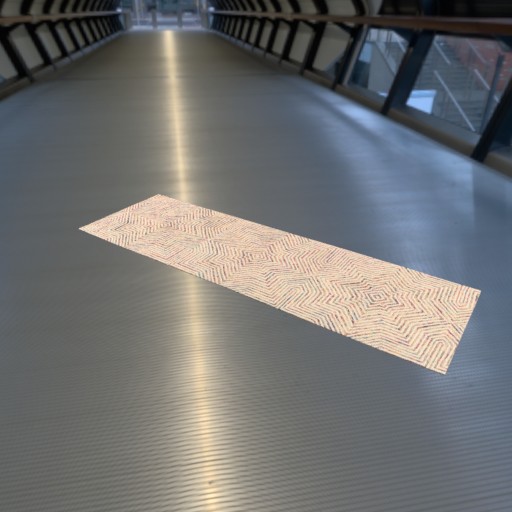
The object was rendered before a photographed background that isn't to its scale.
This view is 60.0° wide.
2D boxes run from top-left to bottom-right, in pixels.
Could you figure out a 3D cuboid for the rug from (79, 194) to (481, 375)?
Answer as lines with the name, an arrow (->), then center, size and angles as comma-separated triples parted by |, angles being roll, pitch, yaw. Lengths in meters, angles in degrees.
rug -> 0.000, 0.000, 2.728 | 2.443, 0.009, 0.771 | 19, 35, 29
